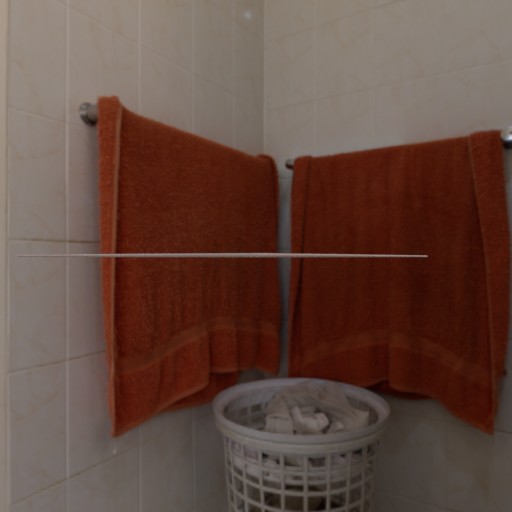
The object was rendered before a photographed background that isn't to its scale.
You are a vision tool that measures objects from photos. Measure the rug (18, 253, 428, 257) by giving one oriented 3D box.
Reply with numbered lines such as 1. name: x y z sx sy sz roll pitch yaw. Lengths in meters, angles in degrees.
1. rug: 0.000 0.000 2.876 1.600 0.013 2.260 0 0 35
